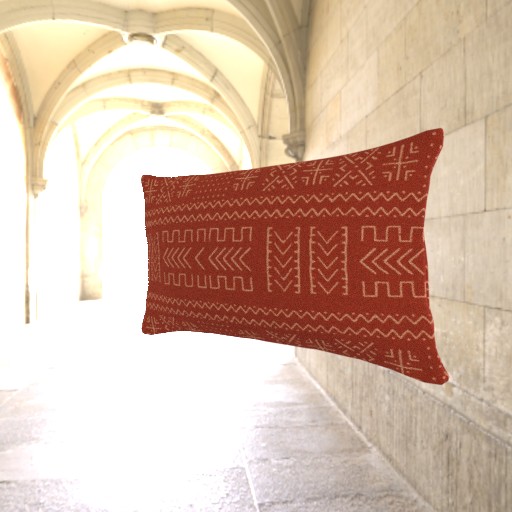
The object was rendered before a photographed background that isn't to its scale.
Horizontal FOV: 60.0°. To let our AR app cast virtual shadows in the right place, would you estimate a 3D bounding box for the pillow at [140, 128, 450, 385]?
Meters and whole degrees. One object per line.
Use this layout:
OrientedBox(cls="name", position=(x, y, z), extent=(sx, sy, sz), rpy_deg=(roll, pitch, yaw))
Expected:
OrientedBox(cls="pillow", position=(0.000, 0.000, 0.784), extent=(0.640, 0.352, 0.130), rpy_deg=(1, 1, 36))
